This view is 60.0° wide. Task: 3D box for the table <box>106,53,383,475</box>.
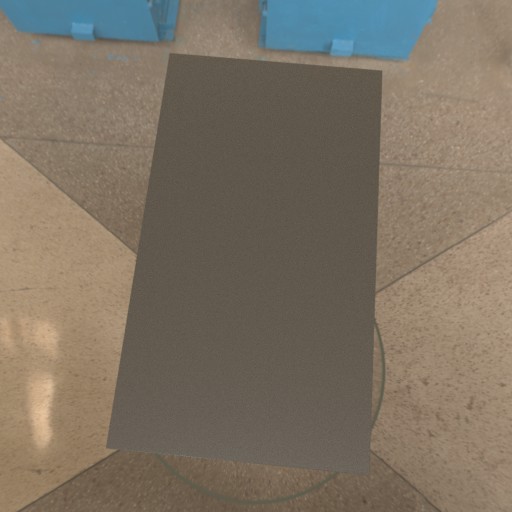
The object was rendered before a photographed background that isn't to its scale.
[{"bbox_3d":[0.000,0.000,1.487,0.703,0.404,1.201,5,77,1],"label":"table"}]
